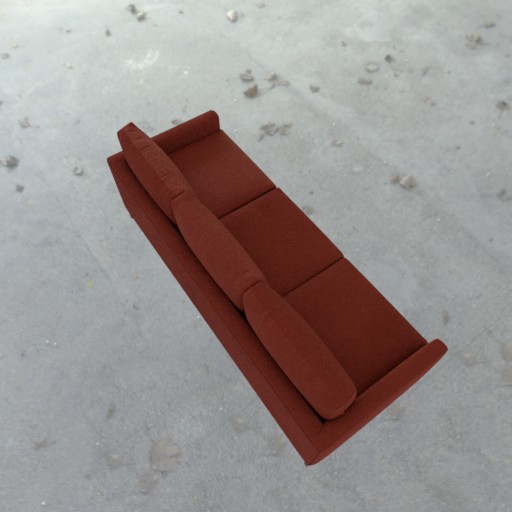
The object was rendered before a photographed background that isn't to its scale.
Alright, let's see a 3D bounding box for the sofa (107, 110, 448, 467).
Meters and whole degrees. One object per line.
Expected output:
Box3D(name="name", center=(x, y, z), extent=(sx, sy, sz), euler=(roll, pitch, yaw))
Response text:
Box3D(name="sofa", center=(0.000, 0.000, 2.738), extent=(0.875, 0.879, 2.252), euler=(-31, 63, -18))
